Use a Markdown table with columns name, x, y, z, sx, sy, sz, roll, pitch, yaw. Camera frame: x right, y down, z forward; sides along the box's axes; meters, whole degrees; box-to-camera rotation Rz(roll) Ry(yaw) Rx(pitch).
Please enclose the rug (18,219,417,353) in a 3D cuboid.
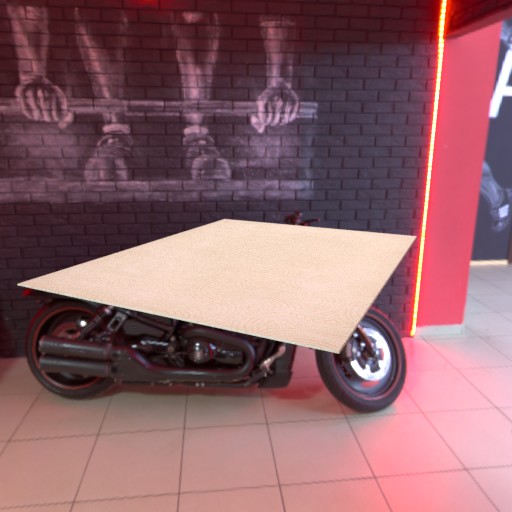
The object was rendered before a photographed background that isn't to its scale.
| name | x | y | z | sx | sy | sz | roll | pitch | yaw |
| --- | --- | --- | --- | --- | --- | --- | --- | --- | --- |
| rug | 0.000 | 0.000 | 3.459 | 2.073 | 0.011 | 2.584 | 7 | 16 | 25 |
